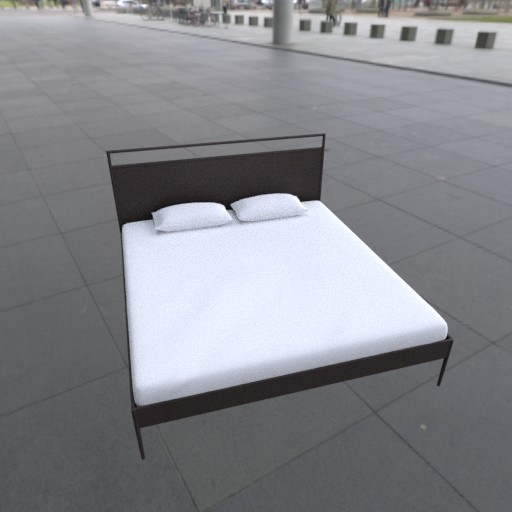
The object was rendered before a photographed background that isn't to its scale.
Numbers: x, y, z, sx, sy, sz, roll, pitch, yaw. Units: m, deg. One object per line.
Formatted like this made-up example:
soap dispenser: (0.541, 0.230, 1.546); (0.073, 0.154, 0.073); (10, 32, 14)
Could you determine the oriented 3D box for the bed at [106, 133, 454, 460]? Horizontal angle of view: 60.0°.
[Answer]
bed: (0.000, 0.000, 3.366); (1.993, 1.173, 2.151); (-8, 31, -14)
